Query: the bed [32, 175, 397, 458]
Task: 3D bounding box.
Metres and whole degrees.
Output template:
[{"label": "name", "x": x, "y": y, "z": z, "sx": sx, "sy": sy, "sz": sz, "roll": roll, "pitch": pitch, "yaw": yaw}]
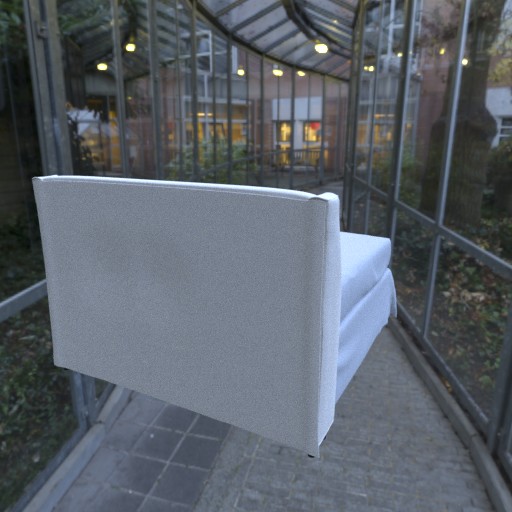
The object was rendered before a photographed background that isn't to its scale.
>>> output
[{"label": "bed", "x": 0.000, "y": 0.000, "z": 3.383, "sx": 1.925, "sy": 1.332, "sz": 2.276, "roll": 8, "pitch": 17, "yaw": 27}]
